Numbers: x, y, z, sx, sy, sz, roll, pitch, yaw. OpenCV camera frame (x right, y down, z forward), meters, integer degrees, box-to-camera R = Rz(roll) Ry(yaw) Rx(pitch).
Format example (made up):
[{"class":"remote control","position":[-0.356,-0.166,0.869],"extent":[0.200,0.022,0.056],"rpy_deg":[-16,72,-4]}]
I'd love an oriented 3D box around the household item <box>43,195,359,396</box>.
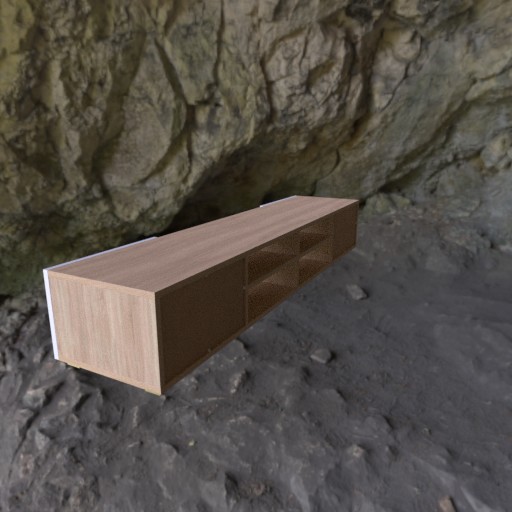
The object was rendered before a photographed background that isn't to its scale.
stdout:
[{"class":"household item","position":[0.000,0.000,2.026],"extent":[0.420,0.310,1.850],"rpy_deg":[8,17,27]}]
